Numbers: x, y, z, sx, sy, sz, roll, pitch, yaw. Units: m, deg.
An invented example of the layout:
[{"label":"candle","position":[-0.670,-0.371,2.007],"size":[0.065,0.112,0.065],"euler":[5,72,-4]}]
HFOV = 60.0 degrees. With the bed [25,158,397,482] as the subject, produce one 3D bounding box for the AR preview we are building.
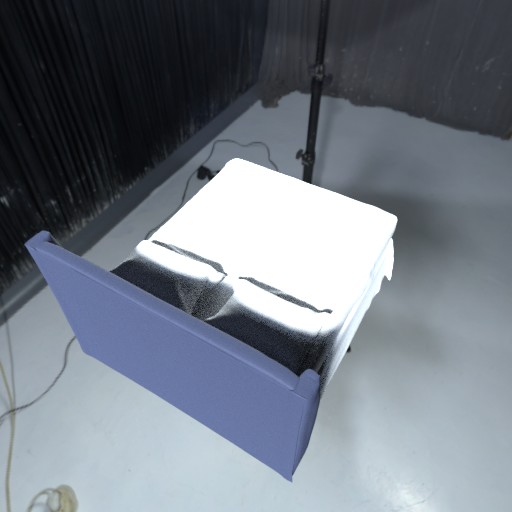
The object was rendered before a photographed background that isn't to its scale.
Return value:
[{"label":"bed","position":[0.000,0.000,3.444],"size":[1.925,1.332,2.276],"euler":[24,52,20]}]
